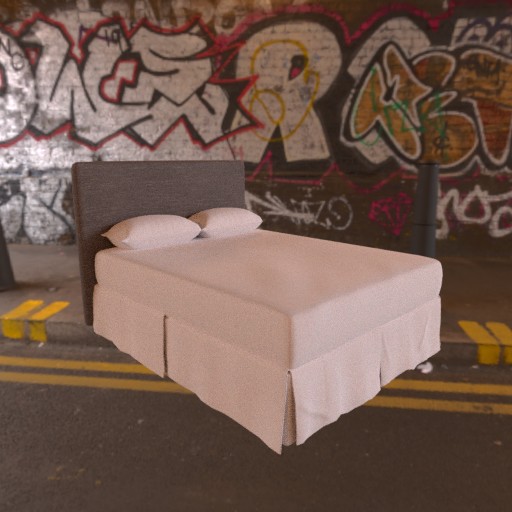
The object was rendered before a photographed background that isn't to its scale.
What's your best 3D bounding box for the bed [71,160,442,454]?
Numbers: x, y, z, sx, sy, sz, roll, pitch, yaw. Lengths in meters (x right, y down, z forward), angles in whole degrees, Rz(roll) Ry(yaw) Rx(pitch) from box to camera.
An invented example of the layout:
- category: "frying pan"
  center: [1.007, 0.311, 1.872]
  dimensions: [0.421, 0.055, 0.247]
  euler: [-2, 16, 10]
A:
- category: "bed"
  center: [0.000, 0.000, 3.186]
  dimensions: [1.723, 1.330, 2.142]
  euler: [-12, 18, -43]
